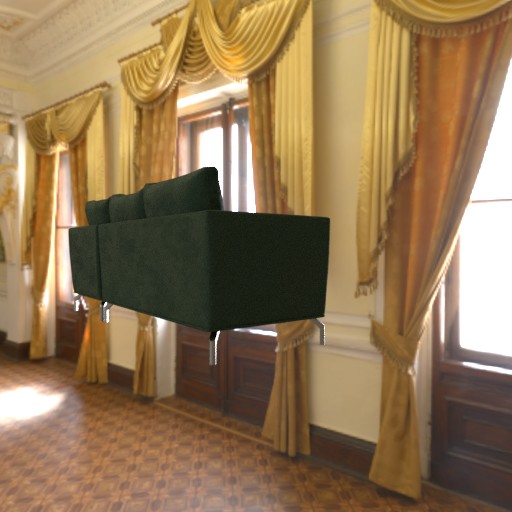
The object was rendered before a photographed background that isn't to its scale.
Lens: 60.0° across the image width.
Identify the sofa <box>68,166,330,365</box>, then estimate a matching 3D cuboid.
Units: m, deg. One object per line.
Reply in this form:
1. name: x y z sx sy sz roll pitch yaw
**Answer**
1. sofa: 0.000 0.000 3.801 2.452 1.004 2.468 -1 1 -37
